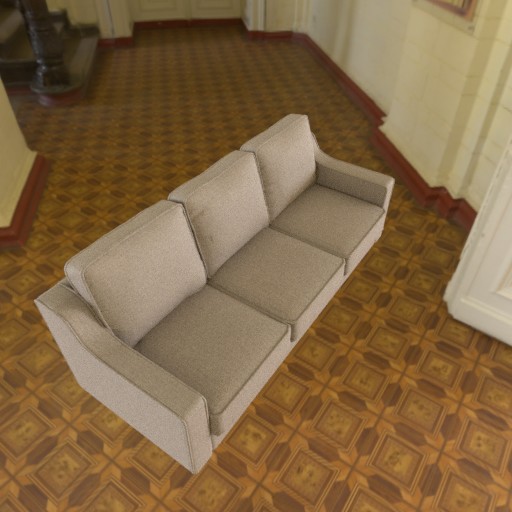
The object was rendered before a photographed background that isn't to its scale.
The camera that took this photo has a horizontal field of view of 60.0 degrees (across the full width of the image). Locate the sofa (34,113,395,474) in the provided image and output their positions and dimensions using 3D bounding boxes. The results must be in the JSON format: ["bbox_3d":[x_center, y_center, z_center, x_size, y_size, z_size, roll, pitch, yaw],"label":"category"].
[{"bbox_3d":[0.000,0.000,2.587,0.899,0.950,2.129,25,47,25],"label":"sofa"}]
